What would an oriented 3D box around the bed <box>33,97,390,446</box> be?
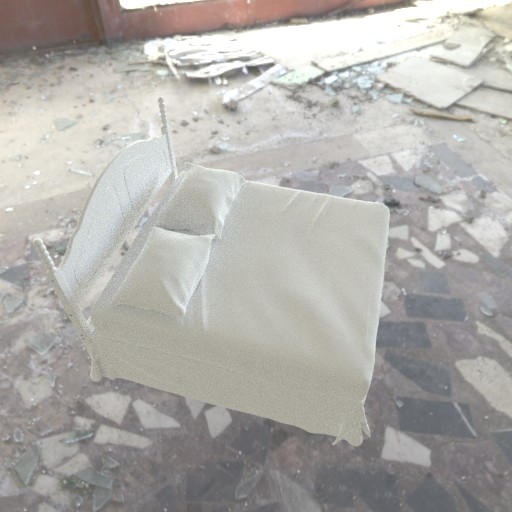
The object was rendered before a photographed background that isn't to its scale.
[{"bbox_3d":[0.000,0.000,3.194,2.040,1.356,1.873,12,48,11],"label":"bed"}]
